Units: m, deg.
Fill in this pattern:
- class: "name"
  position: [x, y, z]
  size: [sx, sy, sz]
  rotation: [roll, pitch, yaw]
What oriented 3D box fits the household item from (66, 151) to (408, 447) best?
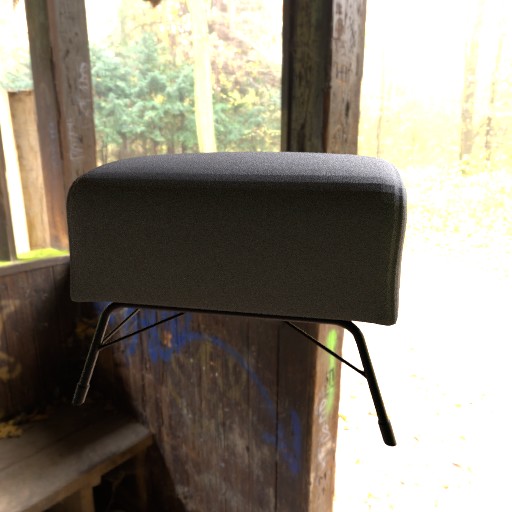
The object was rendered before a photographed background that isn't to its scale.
- class: "household item"
  position: [0.000, 0.000, 0.893]
  size: [0.530, 0.410, 0.530]
  rotation: [3, 15, 11]
